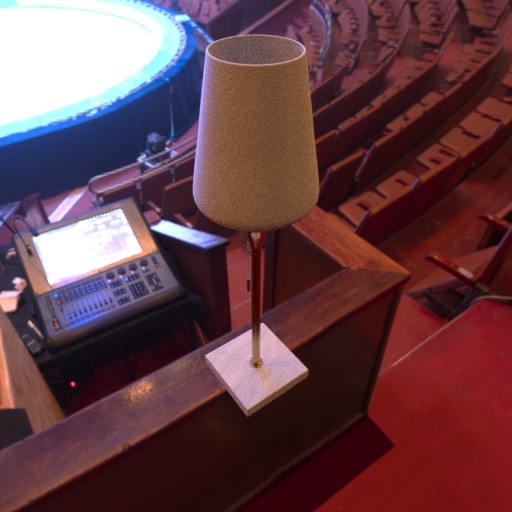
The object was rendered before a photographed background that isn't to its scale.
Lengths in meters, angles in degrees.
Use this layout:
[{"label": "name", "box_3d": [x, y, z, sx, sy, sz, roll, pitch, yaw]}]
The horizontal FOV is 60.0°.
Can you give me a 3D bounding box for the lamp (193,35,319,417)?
[{"label": "lamp", "box_3d": [0.000, 0.000, 0.724, 0.181, 0.639, 0.181, -26, 47, -26]}]
